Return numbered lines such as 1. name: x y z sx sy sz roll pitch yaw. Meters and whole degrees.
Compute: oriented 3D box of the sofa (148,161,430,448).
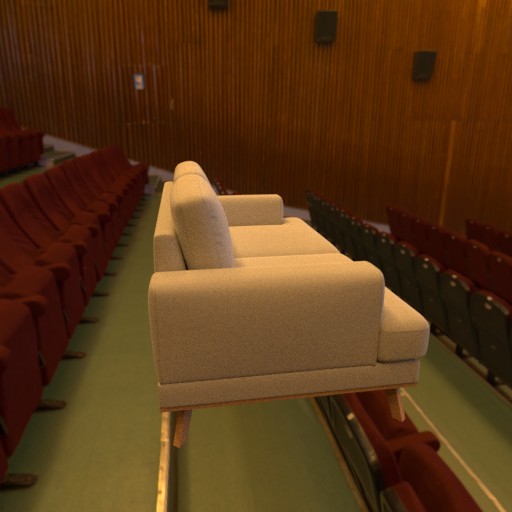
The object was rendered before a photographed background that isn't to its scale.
1. sofa: 0.000 0.000 2.141 0.915 0.810 1.651 -3 17 -9
